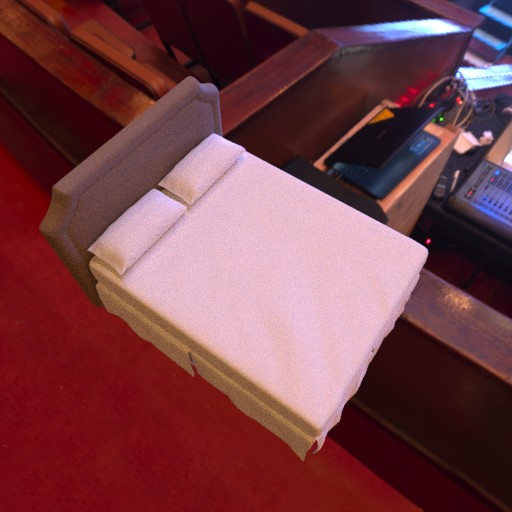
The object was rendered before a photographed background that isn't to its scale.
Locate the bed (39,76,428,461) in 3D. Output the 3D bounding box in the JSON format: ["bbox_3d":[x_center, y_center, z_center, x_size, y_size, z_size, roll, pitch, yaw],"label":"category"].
[{"bbox_3d":[0.000,0.000,3.131,2.116,1.290,1.693,32,64,17],"label":"bed"}]
